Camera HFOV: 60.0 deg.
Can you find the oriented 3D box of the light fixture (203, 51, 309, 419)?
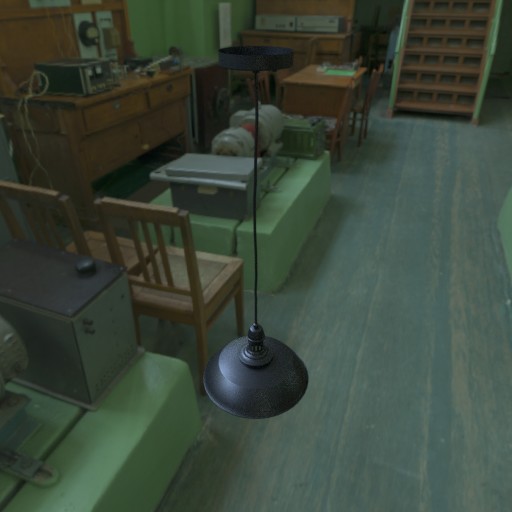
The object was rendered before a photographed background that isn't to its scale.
[{"bbox_3d":[0.000,0.000,1.172,0.331,0.993,0.331,10,33,16],"label":"light fixture"}]
